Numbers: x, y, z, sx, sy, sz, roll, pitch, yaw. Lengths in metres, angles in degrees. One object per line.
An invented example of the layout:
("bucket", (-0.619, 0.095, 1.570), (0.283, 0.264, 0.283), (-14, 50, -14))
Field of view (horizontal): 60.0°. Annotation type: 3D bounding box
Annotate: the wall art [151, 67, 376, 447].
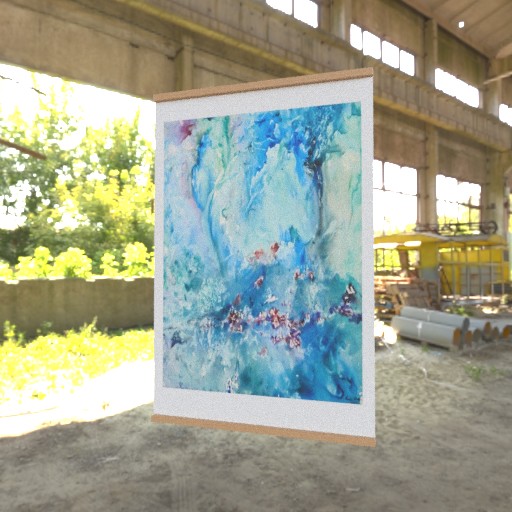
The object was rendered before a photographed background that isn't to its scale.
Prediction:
("wall art", (0.000, 0.000, 1.299), (0.669, 1.020, 0.027), (0, -1, 17))
